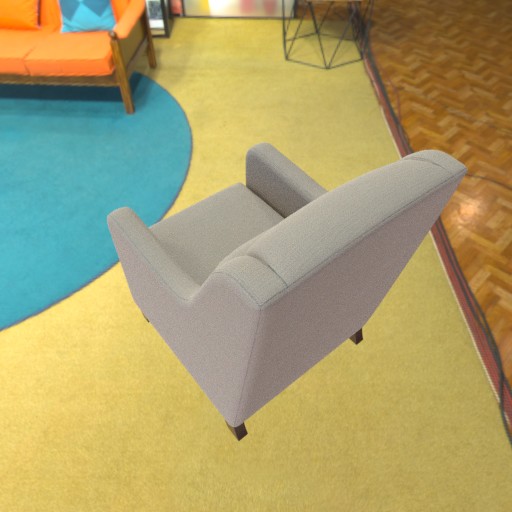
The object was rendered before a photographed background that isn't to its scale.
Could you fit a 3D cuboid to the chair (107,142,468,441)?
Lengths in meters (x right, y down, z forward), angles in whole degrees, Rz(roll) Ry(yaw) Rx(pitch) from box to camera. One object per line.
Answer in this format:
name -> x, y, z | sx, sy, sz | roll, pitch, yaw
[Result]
chair -> 0.000, 0.000, 1.571 | 0.715, 1.017, 0.896 | -31, 55, -25
